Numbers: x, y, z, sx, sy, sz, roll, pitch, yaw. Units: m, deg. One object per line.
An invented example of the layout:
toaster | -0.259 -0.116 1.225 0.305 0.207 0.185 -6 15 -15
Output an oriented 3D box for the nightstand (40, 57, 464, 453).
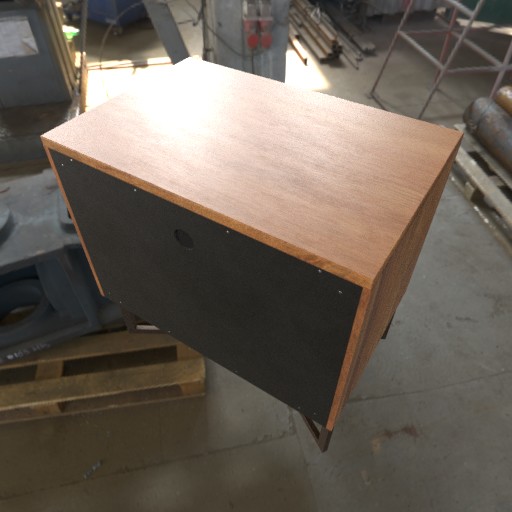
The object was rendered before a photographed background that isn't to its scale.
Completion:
nightstand | 0.000 0.000 0.993 0.613 0.615 0.427 25 50 22
